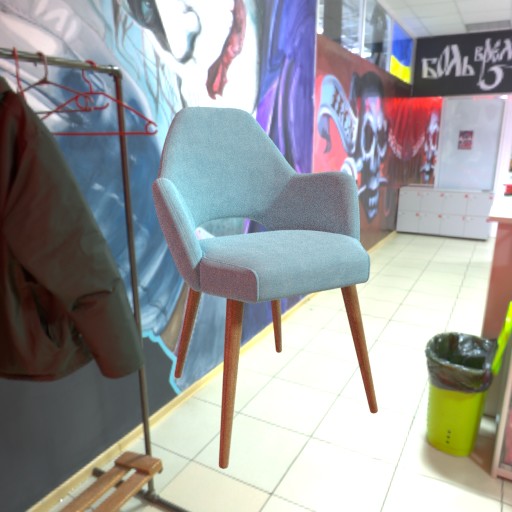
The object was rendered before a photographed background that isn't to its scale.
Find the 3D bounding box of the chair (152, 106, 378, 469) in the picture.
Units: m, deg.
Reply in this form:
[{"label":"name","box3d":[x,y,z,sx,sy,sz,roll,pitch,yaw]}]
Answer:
[{"label":"chair","box3d":[0.000,0.000,1.262,0.590,0.840,0.610,-8,16,-27]}]
